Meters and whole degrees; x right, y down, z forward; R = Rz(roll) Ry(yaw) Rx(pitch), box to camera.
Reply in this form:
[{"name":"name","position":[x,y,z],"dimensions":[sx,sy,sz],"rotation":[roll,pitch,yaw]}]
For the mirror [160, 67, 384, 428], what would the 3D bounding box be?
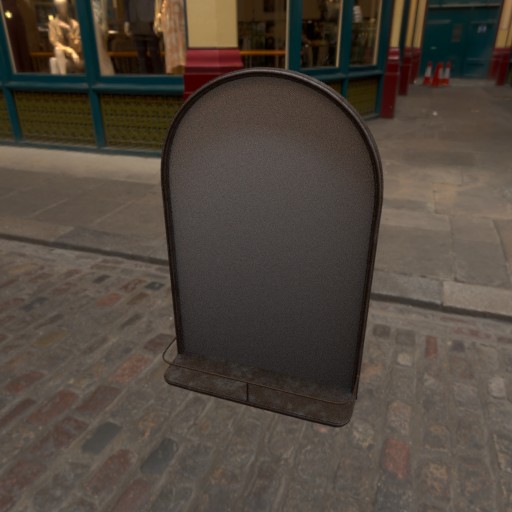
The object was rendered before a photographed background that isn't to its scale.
[{"name":"mirror","position":[0.000,0.000,0.989],"dimensions":[0.510,0.770,0.137],"rotation":[9,27,17]}]
